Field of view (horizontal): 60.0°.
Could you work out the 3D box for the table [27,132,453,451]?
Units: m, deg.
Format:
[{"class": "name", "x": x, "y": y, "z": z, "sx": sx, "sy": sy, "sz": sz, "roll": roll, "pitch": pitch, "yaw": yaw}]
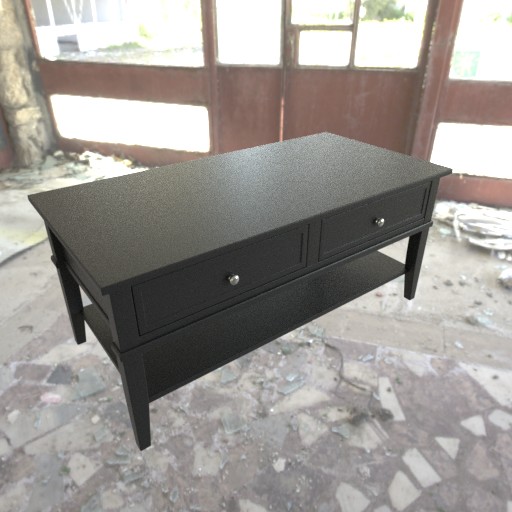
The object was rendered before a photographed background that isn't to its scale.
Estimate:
[{"class": "table", "x": 0.000, "y": 0.000, "z": 1.318, "sx": 1.044, "sy": 0.470, "sz": 0.523, "roll": -20, "pitch": 36, "yaw": -31}]
